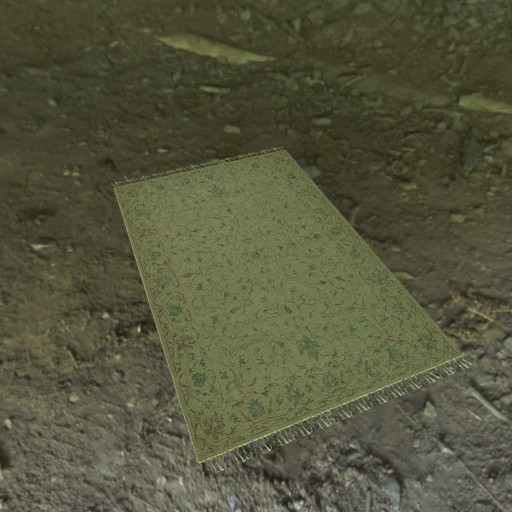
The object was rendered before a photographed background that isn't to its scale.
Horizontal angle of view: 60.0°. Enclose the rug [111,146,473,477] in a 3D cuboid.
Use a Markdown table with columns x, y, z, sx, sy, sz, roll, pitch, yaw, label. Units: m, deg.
| x | y | z | sx | sy | sz | roll | pitch | yaw | label |
| --- | --- | --- | --- | --- | --- | --- | --- | --- | --- |
| 0.000 | 0.000 | 2.978 | 1.544 | 0.010 | 2.435 | -16 | 47 | -16 | rug |
